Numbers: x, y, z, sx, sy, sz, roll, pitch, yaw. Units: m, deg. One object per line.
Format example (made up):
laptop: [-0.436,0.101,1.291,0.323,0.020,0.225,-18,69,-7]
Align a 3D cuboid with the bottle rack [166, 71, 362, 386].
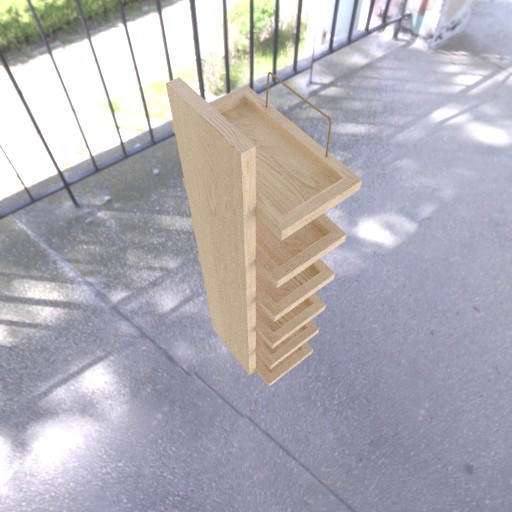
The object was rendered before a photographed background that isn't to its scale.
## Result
bottle rack: [0.000,0.000,1.082,0.206,0.943,0.330,-33,63,-20]
